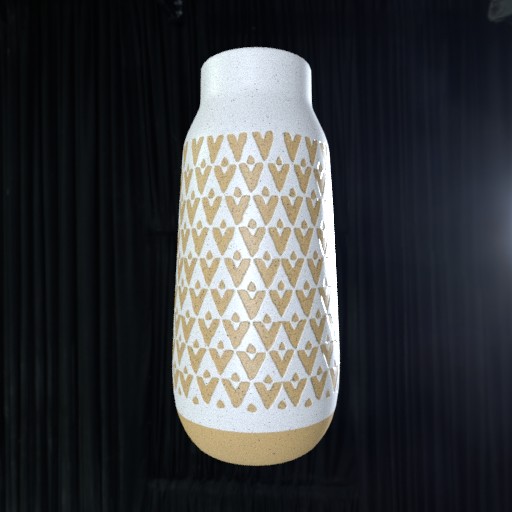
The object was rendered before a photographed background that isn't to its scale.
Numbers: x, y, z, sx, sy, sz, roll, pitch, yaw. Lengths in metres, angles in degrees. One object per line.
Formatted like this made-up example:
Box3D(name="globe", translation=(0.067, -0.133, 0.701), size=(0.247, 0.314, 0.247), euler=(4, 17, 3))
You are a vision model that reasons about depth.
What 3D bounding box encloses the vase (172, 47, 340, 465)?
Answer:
Box3D(name="vase", translation=(0.000, 0.000, 0.370), size=(0.137, 0.307, 0.137), euler=(0, 1, 0))
